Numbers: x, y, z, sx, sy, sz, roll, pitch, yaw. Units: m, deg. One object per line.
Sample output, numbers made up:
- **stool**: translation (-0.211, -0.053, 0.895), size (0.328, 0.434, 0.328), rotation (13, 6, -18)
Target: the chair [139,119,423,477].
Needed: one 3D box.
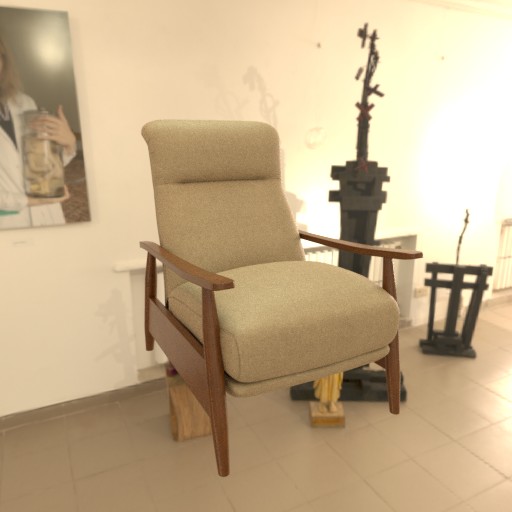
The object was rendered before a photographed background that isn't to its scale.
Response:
- **chair**: translation (0.000, 0.000, 1.793), size (0.762, 1.082, 1.030), rotation (-7, 17, -26)
